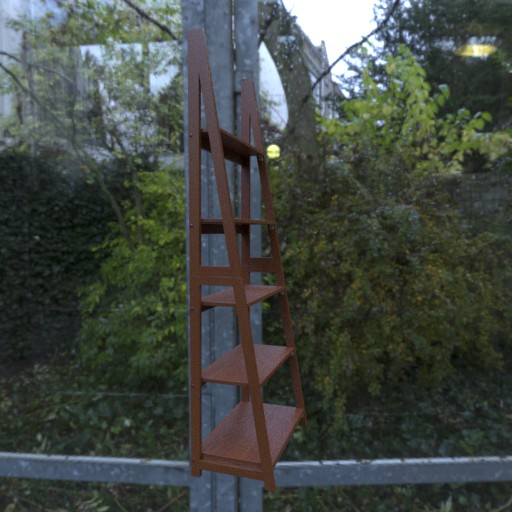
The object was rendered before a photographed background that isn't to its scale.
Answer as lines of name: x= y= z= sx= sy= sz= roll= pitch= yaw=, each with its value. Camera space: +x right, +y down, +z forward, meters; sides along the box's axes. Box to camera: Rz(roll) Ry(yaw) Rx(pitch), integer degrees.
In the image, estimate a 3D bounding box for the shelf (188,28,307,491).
shelf: x=0.000 y=0.000 z=2.010 sx=0.356 sy=1.780 sz=0.630 roll=1 pitch=3 yaw=18
